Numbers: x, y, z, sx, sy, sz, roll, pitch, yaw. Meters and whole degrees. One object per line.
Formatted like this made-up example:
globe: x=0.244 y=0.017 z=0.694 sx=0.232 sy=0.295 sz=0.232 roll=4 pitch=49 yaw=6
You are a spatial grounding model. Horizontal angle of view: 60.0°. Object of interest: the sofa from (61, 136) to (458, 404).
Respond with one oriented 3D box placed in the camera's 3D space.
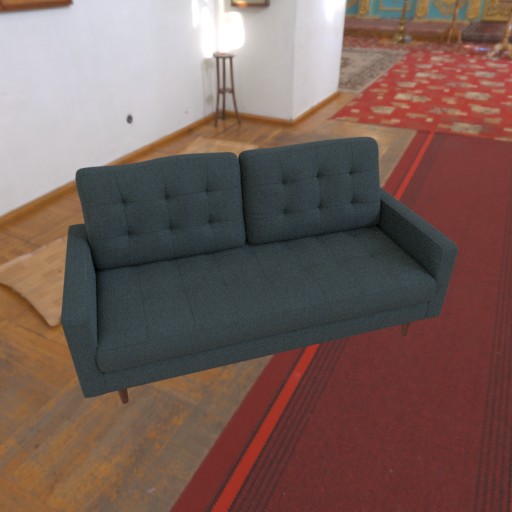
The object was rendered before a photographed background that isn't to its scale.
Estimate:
sofa: x=0.000 y=0.000 z=2.541 sx=2.010 sy=1.050 sz=0.966 roll=-10 pitch=34 yaw=-15
